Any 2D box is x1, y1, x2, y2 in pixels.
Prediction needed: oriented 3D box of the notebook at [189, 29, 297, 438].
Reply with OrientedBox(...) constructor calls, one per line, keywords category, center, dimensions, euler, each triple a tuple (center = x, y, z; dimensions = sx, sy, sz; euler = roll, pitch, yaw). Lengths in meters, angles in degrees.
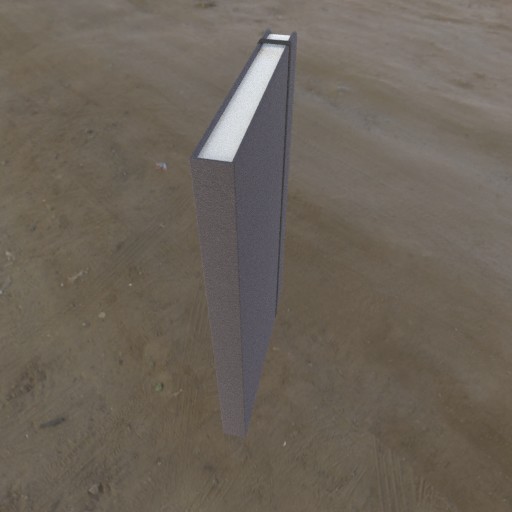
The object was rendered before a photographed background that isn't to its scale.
OrientedBox(category="notebook", center=(0.000, 0.000, 0.260), dimensions=(0.016, 0.213, 0.127), euler=(9, 46, 9))
